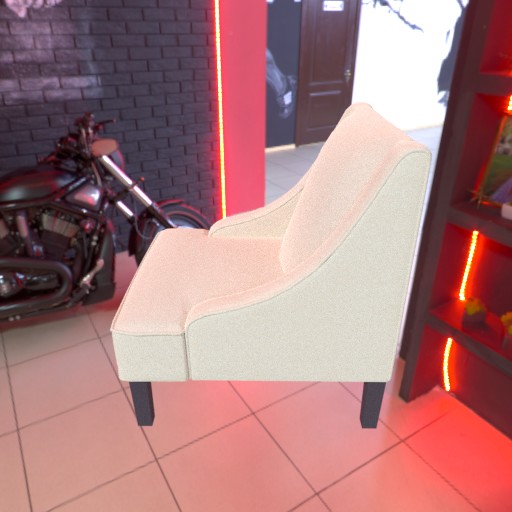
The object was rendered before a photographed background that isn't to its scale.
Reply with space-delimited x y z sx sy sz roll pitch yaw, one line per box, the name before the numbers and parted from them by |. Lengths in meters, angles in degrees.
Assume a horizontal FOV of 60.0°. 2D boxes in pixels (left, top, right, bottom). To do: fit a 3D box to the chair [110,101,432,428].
chair | 0.000 0.000 1.470 0.806 0.886 0.689 0 28 1
